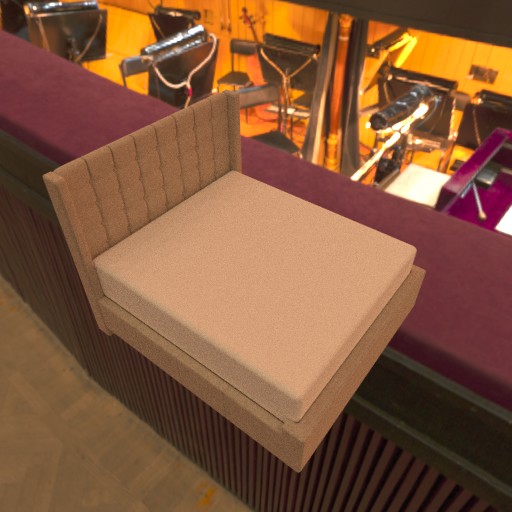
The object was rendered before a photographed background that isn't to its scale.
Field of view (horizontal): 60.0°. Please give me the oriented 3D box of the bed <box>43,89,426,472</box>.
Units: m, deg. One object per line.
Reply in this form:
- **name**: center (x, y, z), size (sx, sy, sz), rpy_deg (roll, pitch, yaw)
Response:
- **bed**: center (0.000, 0.000, 3.832), size (2.370, 1.743, 2.045), rpy_deg (27, 49, 27)
